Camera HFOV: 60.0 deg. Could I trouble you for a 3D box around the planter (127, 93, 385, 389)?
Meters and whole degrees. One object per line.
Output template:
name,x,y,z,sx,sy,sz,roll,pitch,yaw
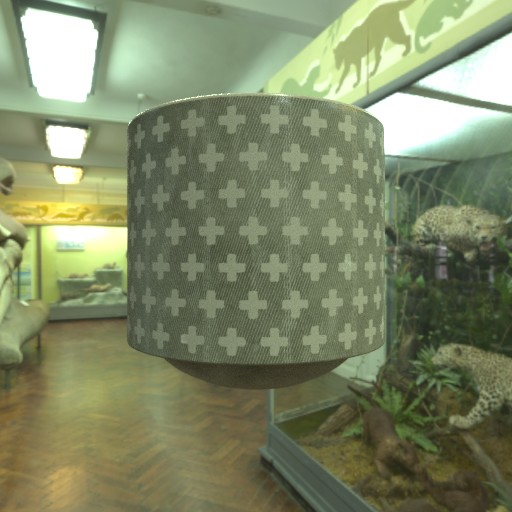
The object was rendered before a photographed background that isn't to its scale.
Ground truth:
planter,0.000,0.000,0.340,0.190,0.181,0.190,0,0,0
